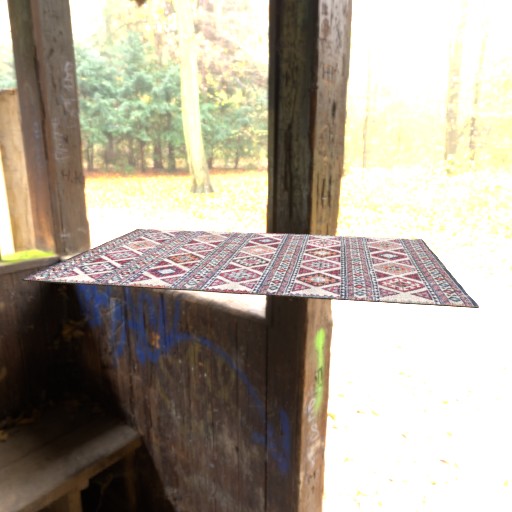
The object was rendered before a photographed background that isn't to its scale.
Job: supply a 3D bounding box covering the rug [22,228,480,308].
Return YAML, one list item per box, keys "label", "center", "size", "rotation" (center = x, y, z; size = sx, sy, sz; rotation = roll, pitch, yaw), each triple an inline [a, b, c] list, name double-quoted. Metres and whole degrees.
- label: "rug"
  center: [0.000, 0.000, 3.032]
  size: [2.440, 0.010, 1.545]
  rotation: [3, 15, 10]
